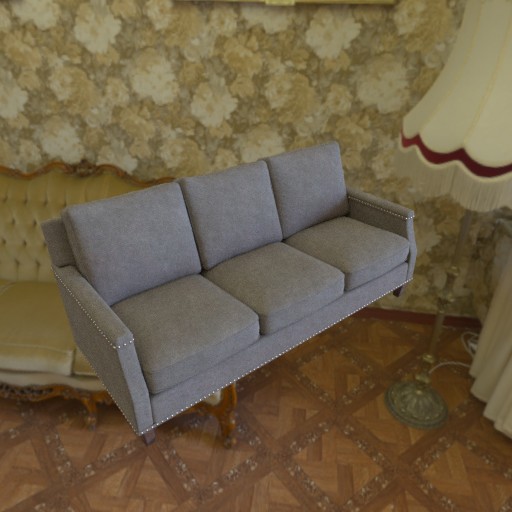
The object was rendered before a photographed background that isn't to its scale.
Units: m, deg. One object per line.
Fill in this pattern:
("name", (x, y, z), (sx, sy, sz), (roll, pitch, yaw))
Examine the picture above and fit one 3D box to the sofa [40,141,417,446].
("sofa", (0.000, 0.000, 2.846), (2.226, 1.042, 1.034), (-22, 36, -33))
